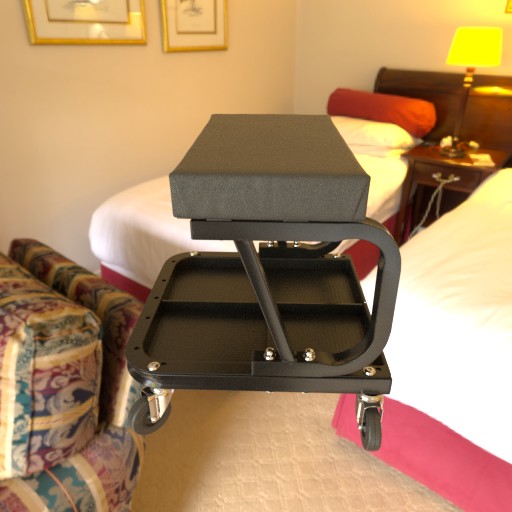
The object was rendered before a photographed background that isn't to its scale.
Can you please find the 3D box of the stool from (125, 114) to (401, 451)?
[{"bbox_3d":[0.000,0.000,0.706,0.371,0.380,0.446,1,27,2],"label":"stool"}]
